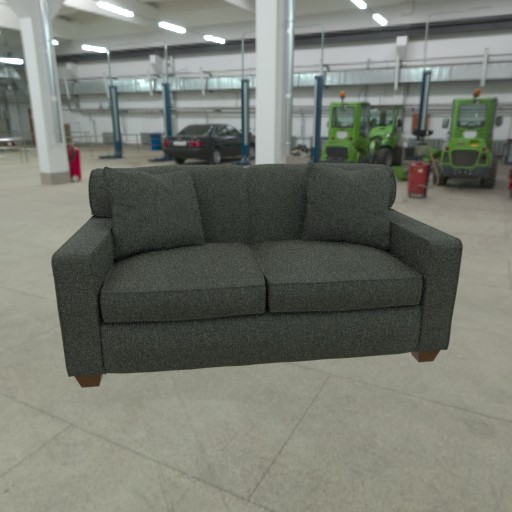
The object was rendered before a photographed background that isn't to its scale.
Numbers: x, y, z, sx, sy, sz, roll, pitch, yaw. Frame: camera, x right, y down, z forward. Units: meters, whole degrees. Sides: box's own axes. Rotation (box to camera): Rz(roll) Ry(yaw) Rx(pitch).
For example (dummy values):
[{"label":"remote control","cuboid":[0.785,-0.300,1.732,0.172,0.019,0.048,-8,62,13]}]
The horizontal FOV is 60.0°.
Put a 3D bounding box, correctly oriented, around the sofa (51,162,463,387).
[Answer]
[{"label":"sofa","cuboid":[0.000,0.000,2.419,1.846,0.958,0.998,-2,17,-7]}]
